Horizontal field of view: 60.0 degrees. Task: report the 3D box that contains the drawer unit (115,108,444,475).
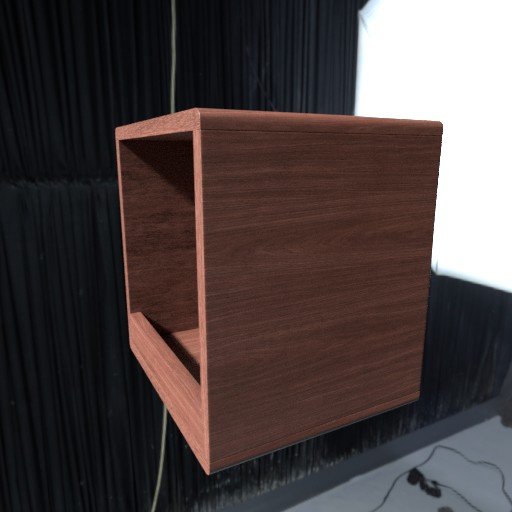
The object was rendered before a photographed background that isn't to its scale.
[{"bbox_3d":[0.000,0.000,0.616,0.290,0.351,0.349,-7,15,-27],"label":"drawer unit"}]
